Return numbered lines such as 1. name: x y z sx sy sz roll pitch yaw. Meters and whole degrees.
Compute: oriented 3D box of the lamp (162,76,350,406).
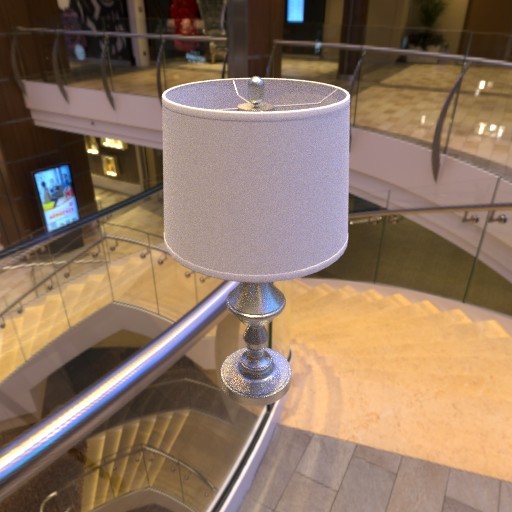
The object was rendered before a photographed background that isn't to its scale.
1. lamp: 0.000 0.000 0.967 0.383 0.733 0.383 0 30 0
